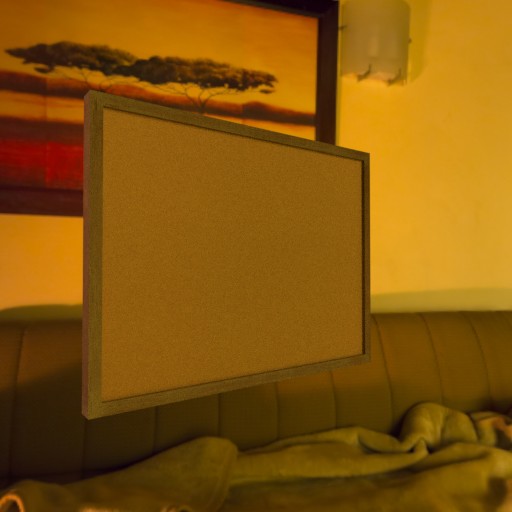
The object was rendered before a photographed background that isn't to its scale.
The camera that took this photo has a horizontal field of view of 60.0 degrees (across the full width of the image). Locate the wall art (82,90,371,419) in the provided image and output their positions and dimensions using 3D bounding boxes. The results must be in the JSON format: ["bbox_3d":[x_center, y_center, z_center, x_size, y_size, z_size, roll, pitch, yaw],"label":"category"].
[{"bbox_3d":[0.000,0.000,1.776,1.320,1.009,0.070,1,-1,-36],"label":"wall art"}]
